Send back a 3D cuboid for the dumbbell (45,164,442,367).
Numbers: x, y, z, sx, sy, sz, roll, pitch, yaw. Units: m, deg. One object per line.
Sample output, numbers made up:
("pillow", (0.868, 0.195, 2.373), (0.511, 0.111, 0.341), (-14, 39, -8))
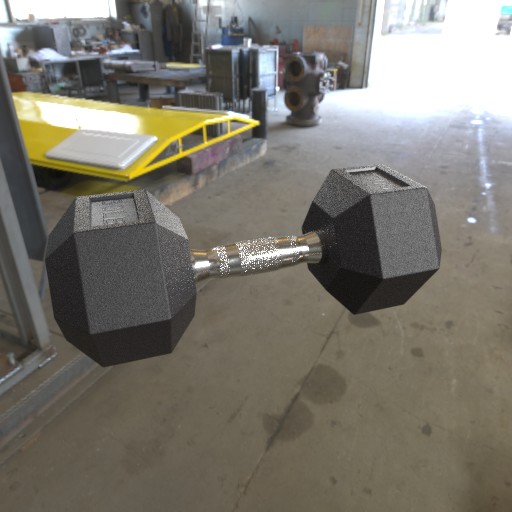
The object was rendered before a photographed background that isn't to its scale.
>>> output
("dumbbell", (0.000, 0.000, 0.403), (0.337, 0.123, 0.142), (-9, 30, -16))
